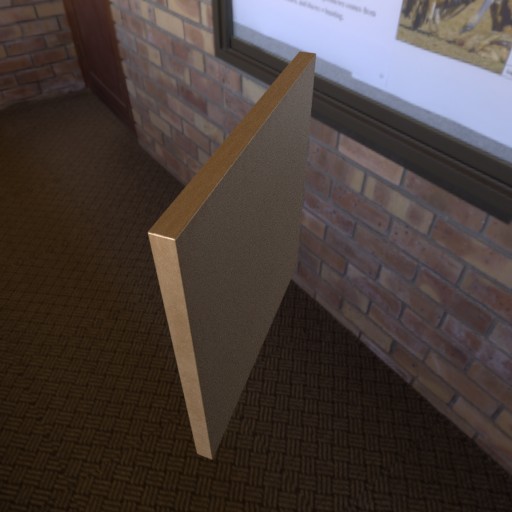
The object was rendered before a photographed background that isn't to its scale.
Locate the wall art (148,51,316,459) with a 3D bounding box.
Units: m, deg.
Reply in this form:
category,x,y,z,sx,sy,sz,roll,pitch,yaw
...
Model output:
category,x,y,z,sx,sy,sz,roll,pitch,yaw
wall art,0.000,0.000,0.757,0.030,0.506,0.503,15,46,15
